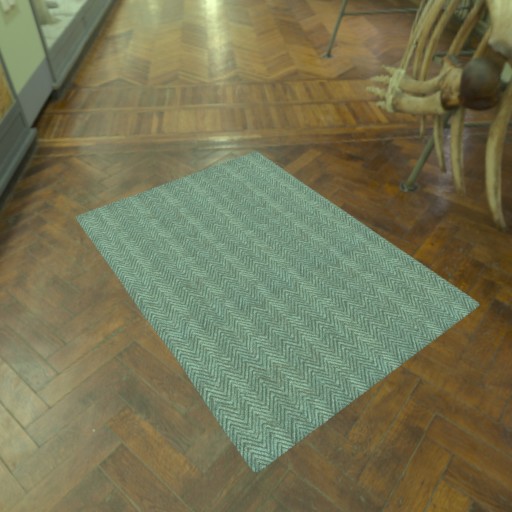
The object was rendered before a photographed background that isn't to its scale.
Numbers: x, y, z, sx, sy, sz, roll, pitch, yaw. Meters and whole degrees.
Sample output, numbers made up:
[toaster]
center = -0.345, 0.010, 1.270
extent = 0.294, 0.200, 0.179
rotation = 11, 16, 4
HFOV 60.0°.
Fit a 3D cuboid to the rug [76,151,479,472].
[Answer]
[rug]
center = 0.000, 0.000, 5.152
extent = 2.894, 0.011, 3.957
rotation = -26, 48, -26
